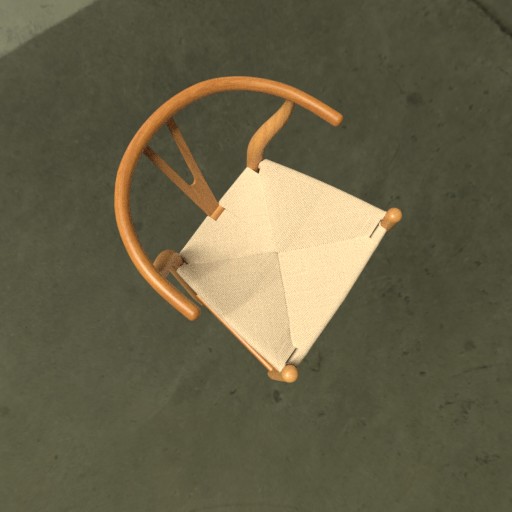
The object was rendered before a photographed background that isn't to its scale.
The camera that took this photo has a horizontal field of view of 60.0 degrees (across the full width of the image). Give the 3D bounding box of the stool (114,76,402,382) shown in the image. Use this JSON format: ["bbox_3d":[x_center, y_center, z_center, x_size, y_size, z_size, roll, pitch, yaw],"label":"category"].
[{"bbox_3d":[0.000,0.000,1.364,0.579,0.970,0.569,34,77,9],"label":"stool"}]
